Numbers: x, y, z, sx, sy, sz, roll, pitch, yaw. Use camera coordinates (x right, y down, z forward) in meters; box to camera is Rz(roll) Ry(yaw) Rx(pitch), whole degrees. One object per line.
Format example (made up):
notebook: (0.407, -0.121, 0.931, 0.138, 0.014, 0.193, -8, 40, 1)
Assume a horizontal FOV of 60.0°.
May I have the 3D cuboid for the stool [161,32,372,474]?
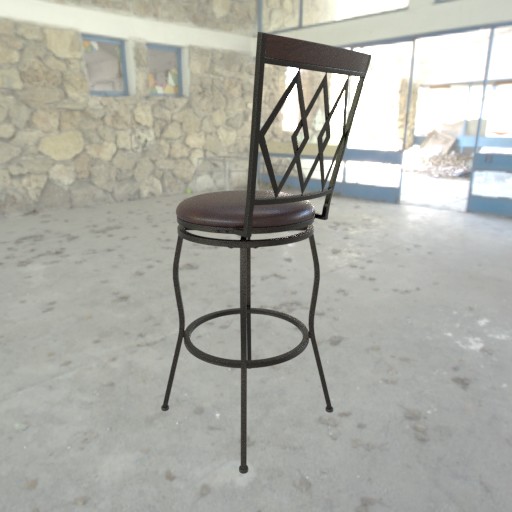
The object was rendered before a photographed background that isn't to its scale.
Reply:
stool: (0.000, 0.000, 1.358, 0.432, 1.134, 0.521, -15, 22, -42)
